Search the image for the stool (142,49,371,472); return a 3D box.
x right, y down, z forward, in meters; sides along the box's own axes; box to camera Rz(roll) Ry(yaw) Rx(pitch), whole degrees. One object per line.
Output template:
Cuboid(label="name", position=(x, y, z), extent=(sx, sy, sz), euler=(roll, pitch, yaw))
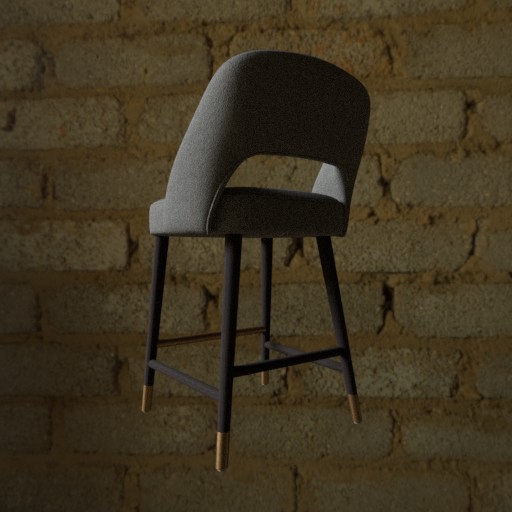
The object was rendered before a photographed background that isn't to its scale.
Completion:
Cuboid(label="stool", position=(0.000, 0.000, 1.231), extent=(0.536, 0.925, 0.524), euler=(-1, 2, -36))
